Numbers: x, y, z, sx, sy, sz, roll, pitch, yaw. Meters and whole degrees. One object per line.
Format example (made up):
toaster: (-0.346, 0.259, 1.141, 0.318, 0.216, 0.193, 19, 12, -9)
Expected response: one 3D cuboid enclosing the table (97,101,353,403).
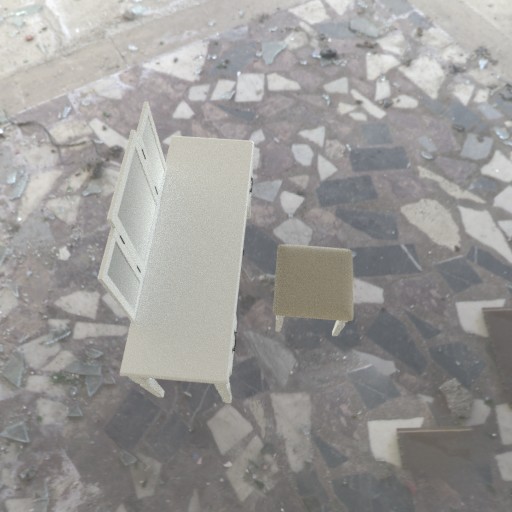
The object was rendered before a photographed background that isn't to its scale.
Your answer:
table: (0.000, 0.000, 2.324, 1.115, 1.310, 1.369, 4, 63, 2)
